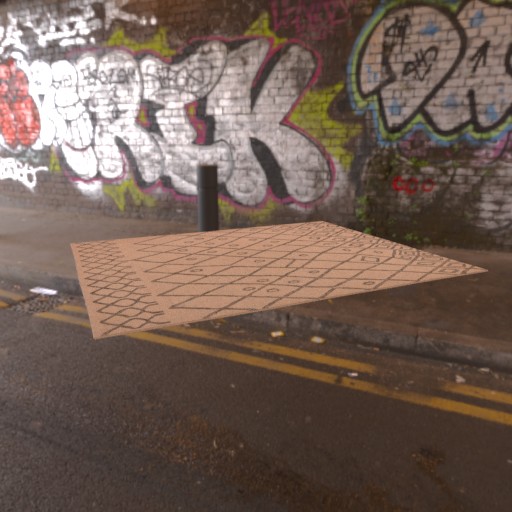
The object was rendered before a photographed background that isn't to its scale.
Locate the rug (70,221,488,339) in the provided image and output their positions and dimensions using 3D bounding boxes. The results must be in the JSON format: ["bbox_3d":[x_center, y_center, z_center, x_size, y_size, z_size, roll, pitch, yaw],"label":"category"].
[{"bbox_3d":[0.000,0.000,4.062,3.046,0.015,2.446,-7,16,-24],"label":"rug"}]
